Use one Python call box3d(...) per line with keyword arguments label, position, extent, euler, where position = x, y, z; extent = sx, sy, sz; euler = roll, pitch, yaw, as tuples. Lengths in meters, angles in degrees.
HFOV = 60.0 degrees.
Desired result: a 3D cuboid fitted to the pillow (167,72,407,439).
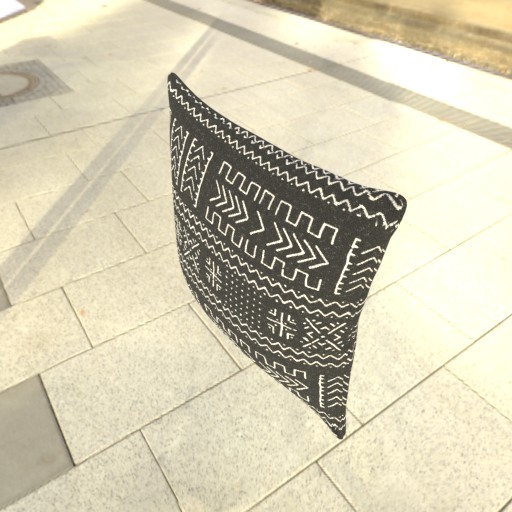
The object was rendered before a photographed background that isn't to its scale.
box3d(label="pillow", position=(0.000, 0.000, 0.659), extent=(0.164, 0.430, 0.438), euler=(-26, 47, -27))
